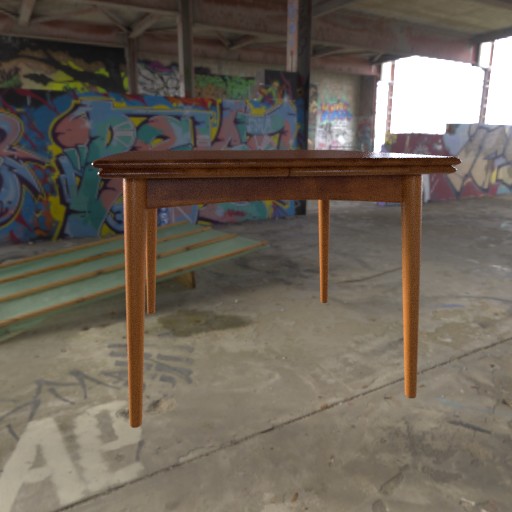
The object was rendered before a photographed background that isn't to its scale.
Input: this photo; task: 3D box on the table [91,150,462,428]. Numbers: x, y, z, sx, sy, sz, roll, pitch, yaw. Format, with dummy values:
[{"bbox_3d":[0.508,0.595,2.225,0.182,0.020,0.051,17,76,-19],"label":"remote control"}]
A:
[{"bbox_3d":[0.000,0.000,1.666,0.991,0.754,0.991,-3,15,-10],"label":"table"}]
